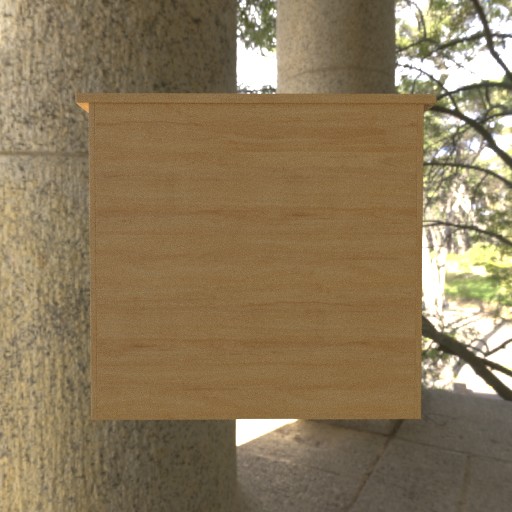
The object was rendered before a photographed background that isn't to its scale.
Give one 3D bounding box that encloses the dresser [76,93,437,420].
[{"bbox_3d":[0.000,0.000,1.194,0.800,0.730,0.410,0,1,0],"label":"dresser"}]
